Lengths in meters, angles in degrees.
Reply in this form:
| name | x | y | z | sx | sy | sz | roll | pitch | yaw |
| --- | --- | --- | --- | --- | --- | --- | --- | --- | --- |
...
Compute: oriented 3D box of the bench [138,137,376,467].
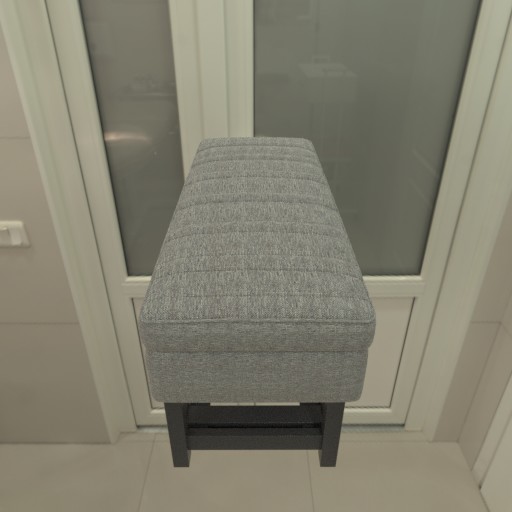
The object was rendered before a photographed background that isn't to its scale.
| name | x | y | z | sx | sy | sz | roll | pitch | yaw |
| --- | --- | --- | --- | --- | --- | --- | --- | --- | --- |
| bench | 0.000 | 0.000 | 1.312 | 0.429 | 0.470 | 1.100 | 0 | 31 | 0 |
